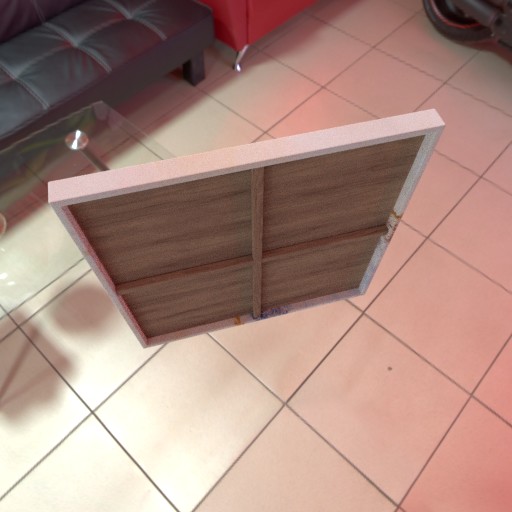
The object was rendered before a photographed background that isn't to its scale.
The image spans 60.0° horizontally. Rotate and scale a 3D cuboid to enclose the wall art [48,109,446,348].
[{"bbox_3d":[0.000,0.000,1.617,1.061,1.061,0.071,-13,60,-7],"label":"wall art"}]
